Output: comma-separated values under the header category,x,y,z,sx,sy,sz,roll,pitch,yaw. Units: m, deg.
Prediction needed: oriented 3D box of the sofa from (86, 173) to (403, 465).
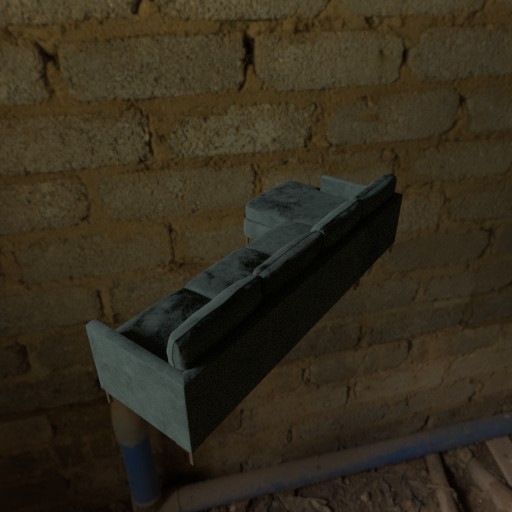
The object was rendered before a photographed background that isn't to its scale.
category,x,y,z,sx,sy,sz,roll,pitch,yaw
sofa,0.000,0.000,4.128,1.500,0.967,3.400,21,37,31
